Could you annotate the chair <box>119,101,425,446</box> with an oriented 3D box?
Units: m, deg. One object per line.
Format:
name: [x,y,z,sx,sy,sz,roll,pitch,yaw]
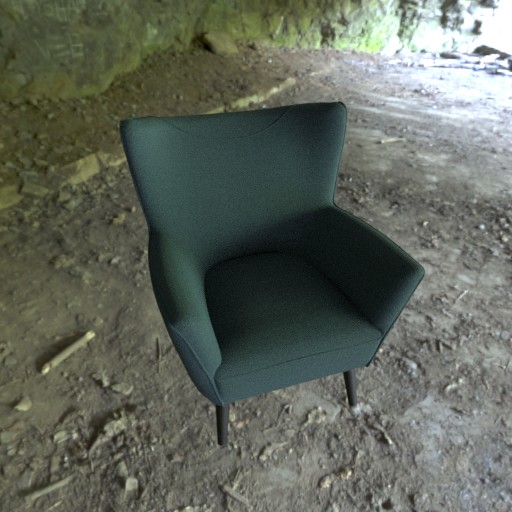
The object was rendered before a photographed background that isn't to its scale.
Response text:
chair: [0.000,0.000,1.578,0.781,0.933,0.888,-10,33,-16]
